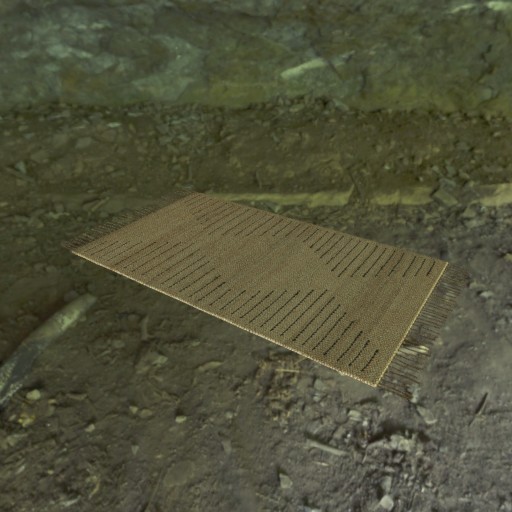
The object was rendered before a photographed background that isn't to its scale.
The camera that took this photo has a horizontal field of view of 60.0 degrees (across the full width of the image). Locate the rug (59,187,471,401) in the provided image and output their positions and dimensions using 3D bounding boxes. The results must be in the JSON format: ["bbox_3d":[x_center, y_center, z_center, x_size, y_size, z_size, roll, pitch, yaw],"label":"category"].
[{"bbox_3d":[0.000,0.000,2.041,1.718,0.017,0.905,19,35,29],"label":"rug"}]
